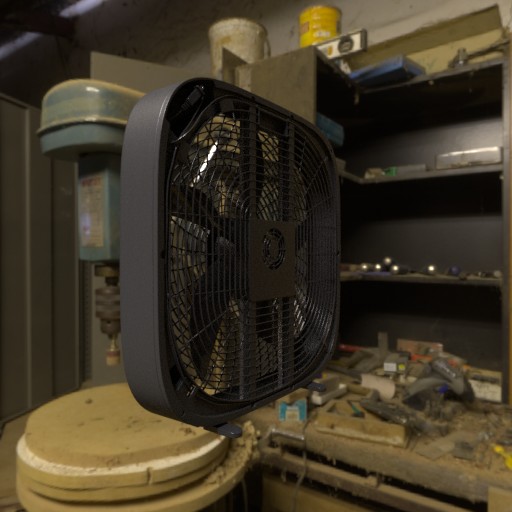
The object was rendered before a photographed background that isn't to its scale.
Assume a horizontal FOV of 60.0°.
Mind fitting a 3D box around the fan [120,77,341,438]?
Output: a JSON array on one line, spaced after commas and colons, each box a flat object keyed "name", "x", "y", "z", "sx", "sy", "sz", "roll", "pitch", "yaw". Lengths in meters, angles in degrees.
[{"name": "fan", "x": 0.000, "y": 0.000, "z": 0.798, "sx": 0.142, "sy": 0.533, "sz": 0.526, "roll": 0, "pitch": 1, "yaw": 37}]
